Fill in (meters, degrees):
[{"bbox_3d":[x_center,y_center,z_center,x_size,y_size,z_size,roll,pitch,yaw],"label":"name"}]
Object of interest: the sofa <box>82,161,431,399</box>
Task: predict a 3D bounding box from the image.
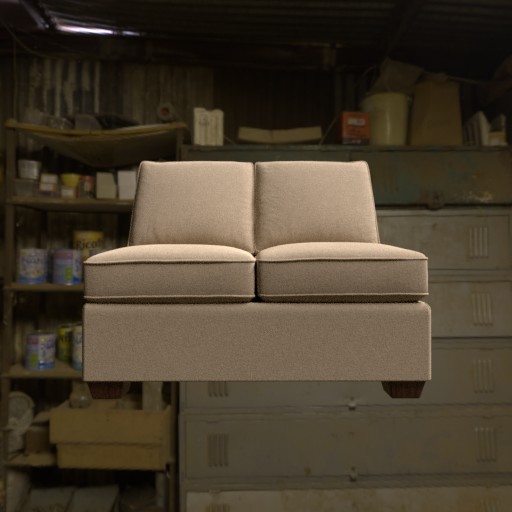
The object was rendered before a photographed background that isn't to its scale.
[{"bbox_3d":[0.000,0.000,1.988,1.237,1.008,0.951,0,0,0],"label":"sofa"}]
